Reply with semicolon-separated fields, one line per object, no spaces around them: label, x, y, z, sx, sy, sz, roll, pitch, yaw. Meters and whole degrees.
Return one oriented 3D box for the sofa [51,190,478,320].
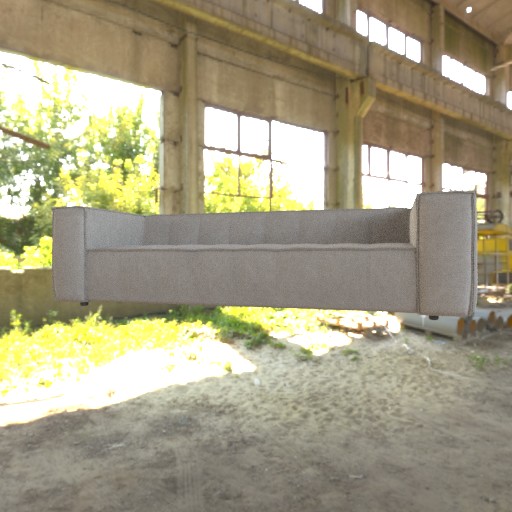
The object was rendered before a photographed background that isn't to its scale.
sofa;0.000;0.000;3.098;2.697;0.680;1.038;0;0;17
